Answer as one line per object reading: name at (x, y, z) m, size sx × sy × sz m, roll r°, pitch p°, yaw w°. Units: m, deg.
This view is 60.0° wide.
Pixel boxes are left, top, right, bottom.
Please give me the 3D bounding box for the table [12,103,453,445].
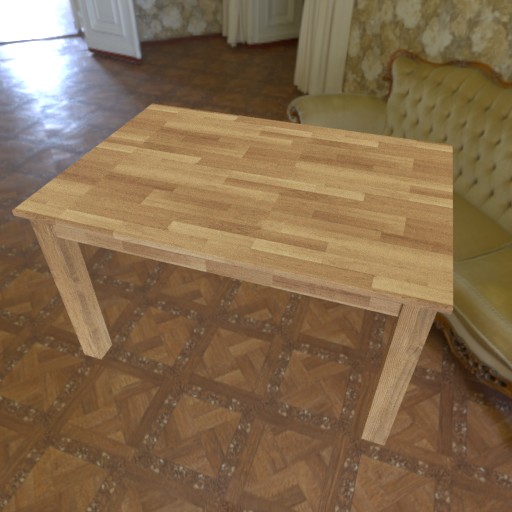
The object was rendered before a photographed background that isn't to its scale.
table at (0.000, 0.000, 1.789) m, size 1.300 × 0.750 × 0.900 m, roll 12°, pitch 42°, yaw 14°
